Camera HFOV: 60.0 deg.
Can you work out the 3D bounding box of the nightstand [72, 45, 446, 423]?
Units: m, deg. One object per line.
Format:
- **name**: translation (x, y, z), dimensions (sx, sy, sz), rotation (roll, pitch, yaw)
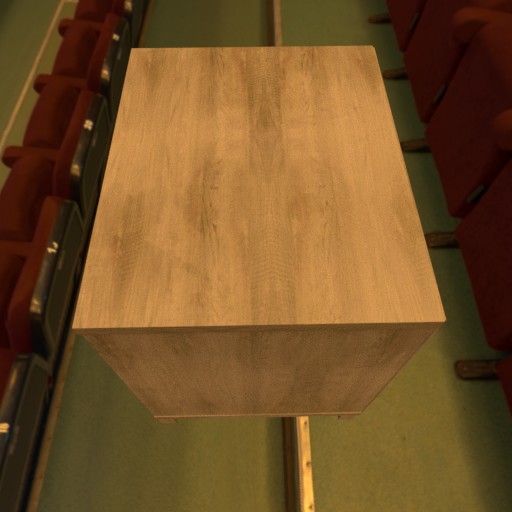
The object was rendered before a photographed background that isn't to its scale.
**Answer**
- **nightstand**: translation (0.000, 0.000, 0.711), dimensions (0.347, 0.448, 0.427), rotation (-1, 58, -1)
